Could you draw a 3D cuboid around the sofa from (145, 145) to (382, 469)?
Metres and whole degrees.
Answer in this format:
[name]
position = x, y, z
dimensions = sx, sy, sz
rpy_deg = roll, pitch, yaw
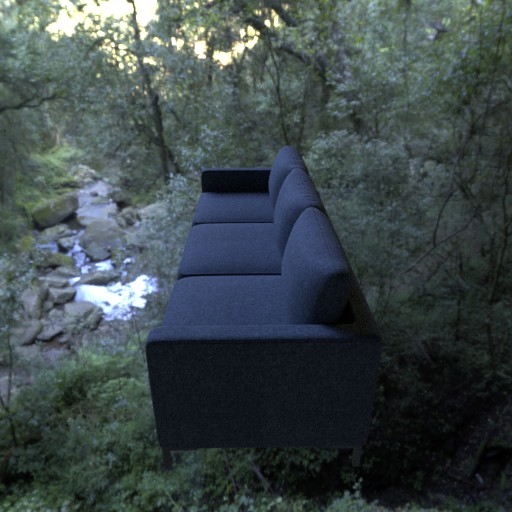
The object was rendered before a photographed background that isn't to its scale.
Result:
[sofa]
position = 0.000, 0.000, 2.617
dimensions = 0.859, 0.874, 2.218
rpy_deg = 0, 27, -1
